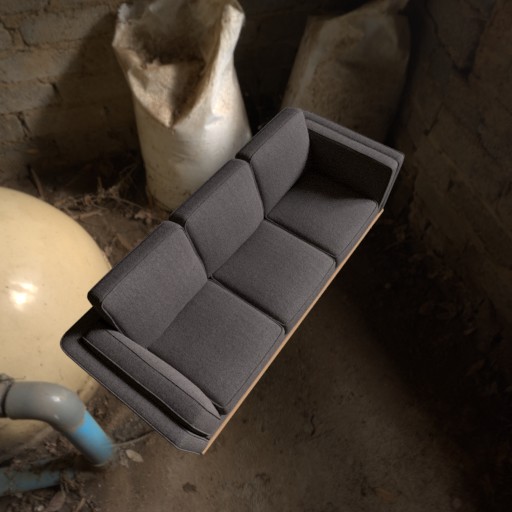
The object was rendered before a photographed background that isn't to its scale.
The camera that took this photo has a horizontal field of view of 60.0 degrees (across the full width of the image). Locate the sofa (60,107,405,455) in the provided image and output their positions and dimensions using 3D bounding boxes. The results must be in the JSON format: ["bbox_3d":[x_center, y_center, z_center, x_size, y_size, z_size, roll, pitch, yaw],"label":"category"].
[{"bbox_3d":[0.000,0.000,2.868,0.903,0.899,2.362,31,62,19],"label":"sofa"}]
